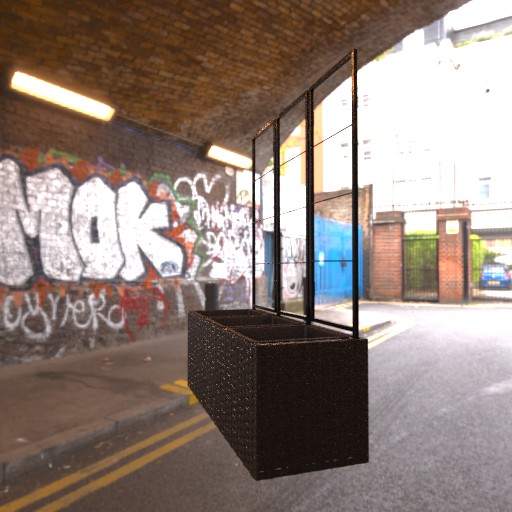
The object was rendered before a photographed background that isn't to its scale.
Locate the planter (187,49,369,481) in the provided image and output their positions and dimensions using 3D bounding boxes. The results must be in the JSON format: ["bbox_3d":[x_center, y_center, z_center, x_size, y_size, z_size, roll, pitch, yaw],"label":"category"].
[{"bbox_3d":[0.000,0.000,1.184,0.244,0.841,0.698,1,-2,-19],"label":"planter"}]
